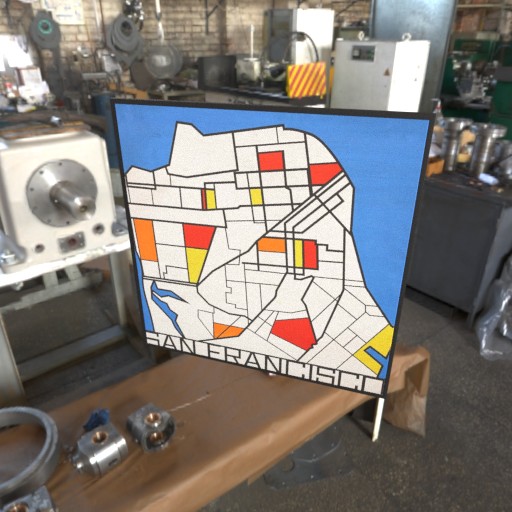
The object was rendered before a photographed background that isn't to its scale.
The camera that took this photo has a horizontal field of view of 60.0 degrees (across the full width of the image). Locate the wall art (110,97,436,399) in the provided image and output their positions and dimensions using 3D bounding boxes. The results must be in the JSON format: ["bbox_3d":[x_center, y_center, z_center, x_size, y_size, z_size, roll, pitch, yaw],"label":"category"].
[{"bbox_3d":[0.000,0.000,1.018,0.664,0.663,0.015,9,28,16],"label":"wall art"}]
